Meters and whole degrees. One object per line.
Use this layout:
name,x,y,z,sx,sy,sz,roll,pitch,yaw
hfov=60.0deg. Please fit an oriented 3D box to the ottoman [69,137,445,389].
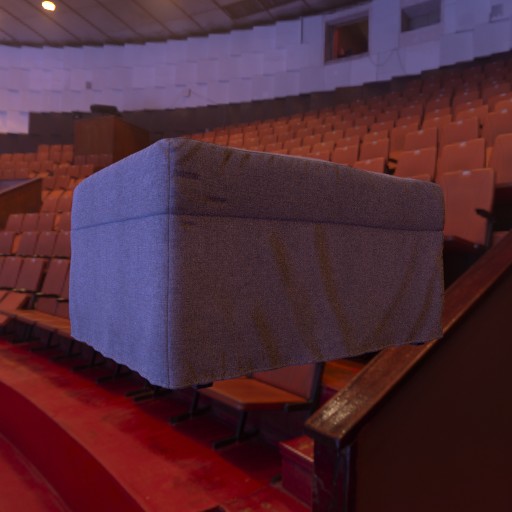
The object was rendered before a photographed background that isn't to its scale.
ottoman,0.000,0.000,1.218,0.833,0.492,0.652,0,0,-36
